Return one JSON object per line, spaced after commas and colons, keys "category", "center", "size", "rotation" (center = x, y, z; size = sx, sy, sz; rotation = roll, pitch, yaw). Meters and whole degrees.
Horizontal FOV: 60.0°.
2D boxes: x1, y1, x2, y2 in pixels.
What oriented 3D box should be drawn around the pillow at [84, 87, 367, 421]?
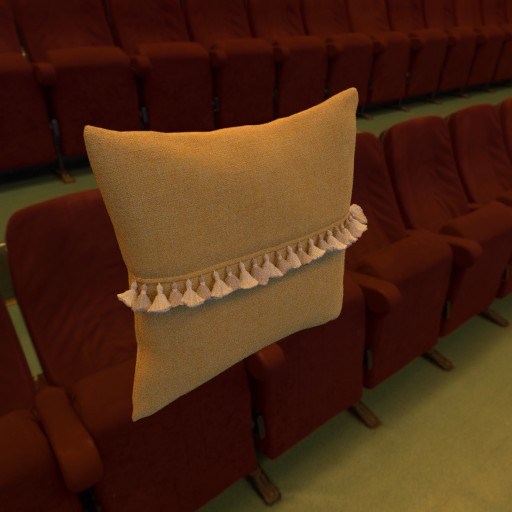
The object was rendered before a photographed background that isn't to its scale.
{"category": "pillow", "center": [0.000, 0.000, 0.731], "size": [0.485, 0.481, 0.167], "rotation": [-21, 35, -32]}
